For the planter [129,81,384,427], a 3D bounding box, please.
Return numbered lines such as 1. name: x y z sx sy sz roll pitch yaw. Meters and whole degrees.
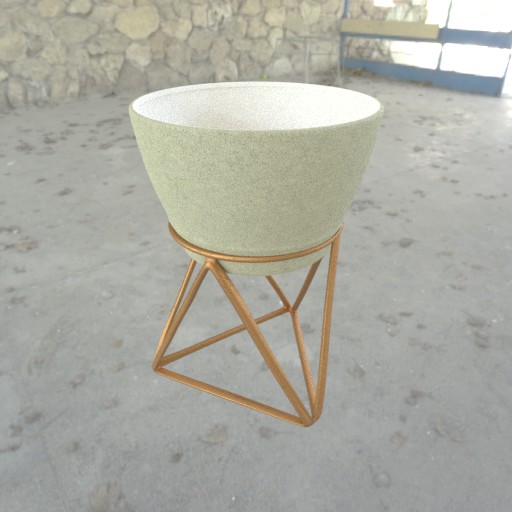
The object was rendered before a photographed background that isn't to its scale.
1. planter: 0.000 0.000 0.748 0.350 0.504 0.350 -19 35 -29
